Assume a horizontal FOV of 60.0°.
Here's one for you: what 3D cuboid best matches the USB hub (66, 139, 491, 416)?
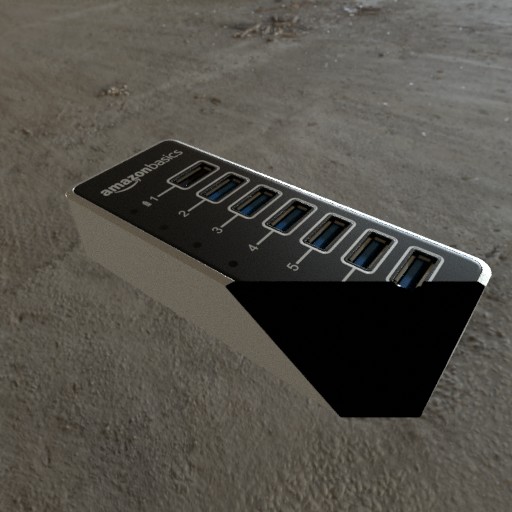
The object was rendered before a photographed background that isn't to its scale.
[{"bbox_3d":[0.000,0.000,0.124,0.110,0.023,0.044,27,48,27],"label":"USB hub"}]
